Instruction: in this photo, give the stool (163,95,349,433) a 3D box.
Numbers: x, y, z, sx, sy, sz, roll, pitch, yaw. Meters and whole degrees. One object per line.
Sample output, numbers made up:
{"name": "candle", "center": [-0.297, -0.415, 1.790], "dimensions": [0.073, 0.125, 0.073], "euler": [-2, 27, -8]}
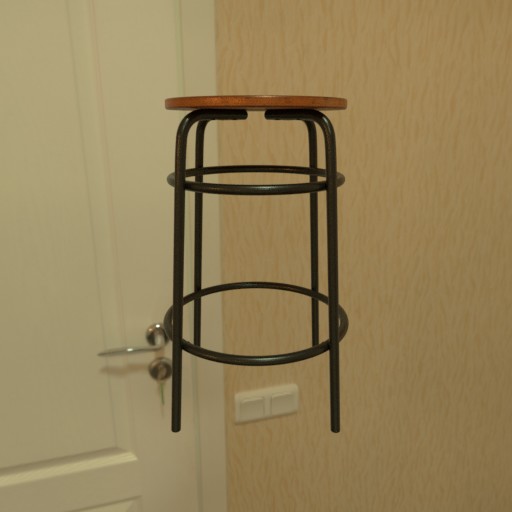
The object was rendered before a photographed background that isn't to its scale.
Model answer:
{"name": "stool", "center": [0.000, 0.000, 0.917], "dimensions": [0.455, 0.610, 0.455], "euler": [-16, 23, -42]}
